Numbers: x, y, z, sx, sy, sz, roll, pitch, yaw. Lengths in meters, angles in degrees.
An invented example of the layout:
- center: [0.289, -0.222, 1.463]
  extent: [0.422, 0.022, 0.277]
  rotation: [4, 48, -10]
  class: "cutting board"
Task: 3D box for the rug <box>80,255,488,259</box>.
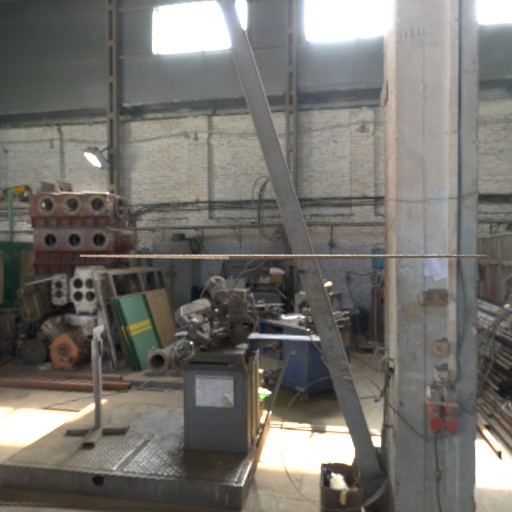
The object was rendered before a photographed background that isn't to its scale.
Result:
- center: [0.000, 0.000, 4.115]
  extent: [2.420, 0.019, 3.039]
  rotation: [0, 0, -35]
  class: "rug"
